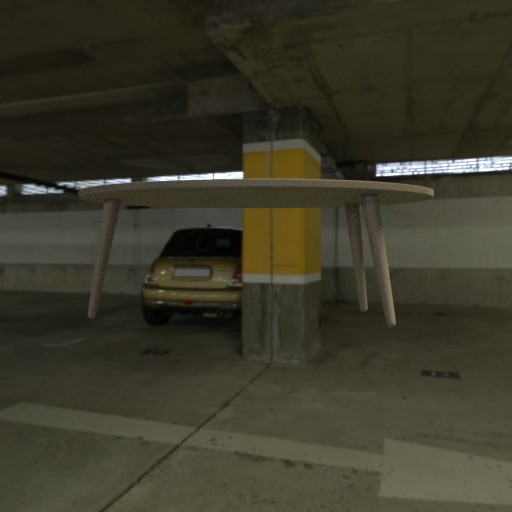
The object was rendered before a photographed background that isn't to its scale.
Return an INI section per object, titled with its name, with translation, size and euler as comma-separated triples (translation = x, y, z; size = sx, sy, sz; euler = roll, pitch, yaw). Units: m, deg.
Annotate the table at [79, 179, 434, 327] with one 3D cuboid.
[table]
translation = 0.000, 0.000, 1.379
size = 1.083, 0.390, 0.542
euler = 0, 0, 0
